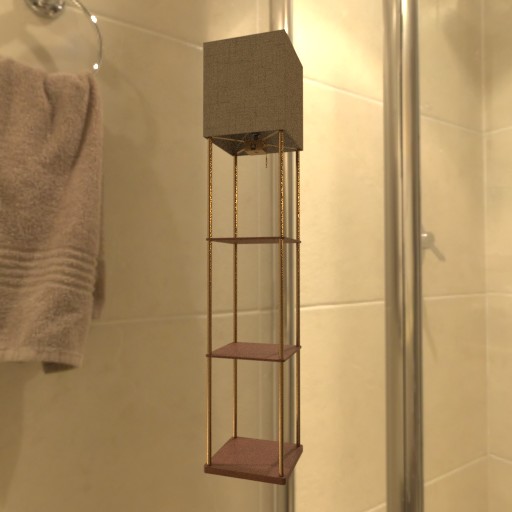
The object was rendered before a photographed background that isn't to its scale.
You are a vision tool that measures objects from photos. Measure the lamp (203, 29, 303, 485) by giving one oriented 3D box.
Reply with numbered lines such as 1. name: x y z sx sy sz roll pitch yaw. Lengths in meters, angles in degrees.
1. lamp: 0.000 0.000 1.714 0.310 1.569 0.308 0 -1 18
